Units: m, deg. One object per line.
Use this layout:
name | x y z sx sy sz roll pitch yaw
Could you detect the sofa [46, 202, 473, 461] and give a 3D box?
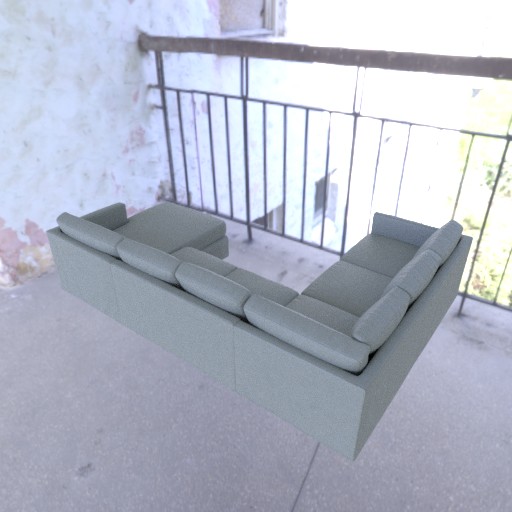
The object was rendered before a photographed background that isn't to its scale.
sofa | 0.000 0.000 4.468 3.460 0.882 2.427 21 37 31
